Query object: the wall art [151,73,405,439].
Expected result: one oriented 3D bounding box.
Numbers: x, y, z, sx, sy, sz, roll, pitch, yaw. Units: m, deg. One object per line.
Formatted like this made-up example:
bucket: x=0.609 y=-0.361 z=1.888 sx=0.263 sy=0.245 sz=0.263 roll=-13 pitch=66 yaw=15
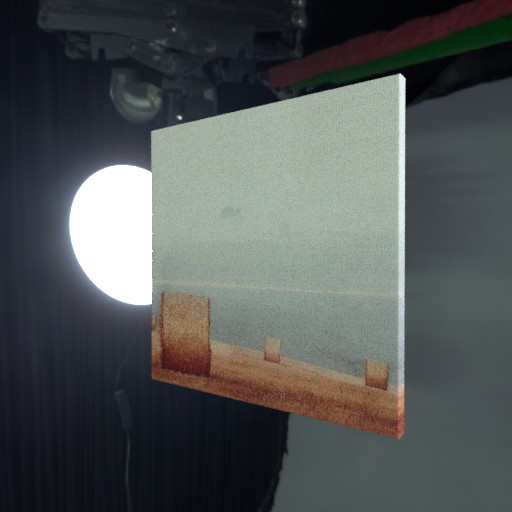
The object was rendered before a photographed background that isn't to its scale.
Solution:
wall art: x=0.000 y=0.000 z=1.156 sx=0.760 sy=0.760 sz=0.042 roll=0 pitch=1 yaw=35
